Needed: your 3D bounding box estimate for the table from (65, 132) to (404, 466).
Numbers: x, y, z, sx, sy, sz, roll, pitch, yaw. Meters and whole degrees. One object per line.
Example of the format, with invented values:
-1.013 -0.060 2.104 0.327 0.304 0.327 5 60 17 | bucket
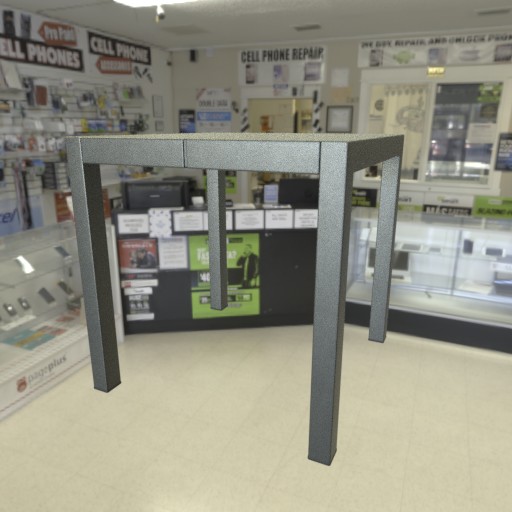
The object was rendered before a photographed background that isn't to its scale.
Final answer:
0.000 0.000 0.966 0.508 0.508 0.508 8 18 25 | table
